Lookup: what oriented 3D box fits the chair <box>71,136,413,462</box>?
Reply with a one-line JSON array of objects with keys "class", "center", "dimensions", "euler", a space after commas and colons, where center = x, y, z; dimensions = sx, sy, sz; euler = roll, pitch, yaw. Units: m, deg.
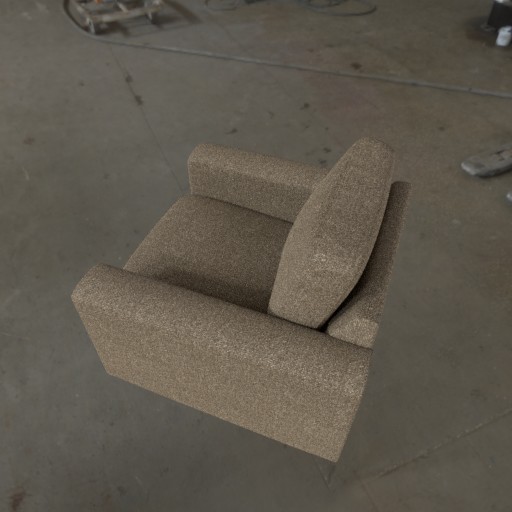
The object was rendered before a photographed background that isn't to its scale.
[{"class": "chair", "center": [0.000, 0.000, 1.741], "dimensions": [1.016, 0.873, 1.005], "euler": [16, 49, 15]}]
